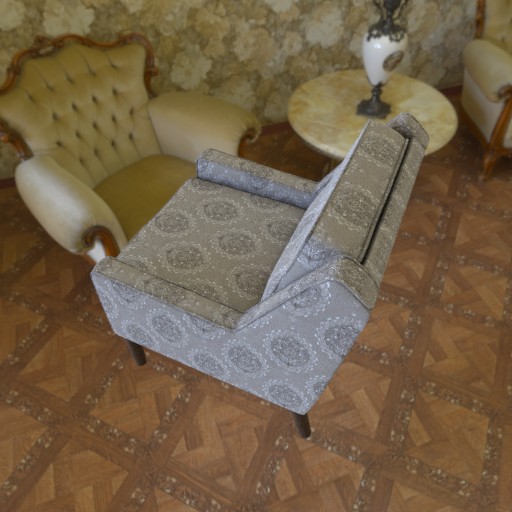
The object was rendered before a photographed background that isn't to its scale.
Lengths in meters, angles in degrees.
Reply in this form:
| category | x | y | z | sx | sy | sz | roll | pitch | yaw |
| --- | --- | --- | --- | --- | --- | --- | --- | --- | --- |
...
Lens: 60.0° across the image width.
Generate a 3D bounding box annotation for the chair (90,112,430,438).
| category | x | y | z | sx | sy | sz | roll | pitch | yaw |
| --- | --- | --- | --- | --- | --- | --- | --- | --- | --- |
| chair | 0.000 | 0.000 | 1.347 | 0.750 | 0.797 | 0.665 | 18 | 50 | 16 |
